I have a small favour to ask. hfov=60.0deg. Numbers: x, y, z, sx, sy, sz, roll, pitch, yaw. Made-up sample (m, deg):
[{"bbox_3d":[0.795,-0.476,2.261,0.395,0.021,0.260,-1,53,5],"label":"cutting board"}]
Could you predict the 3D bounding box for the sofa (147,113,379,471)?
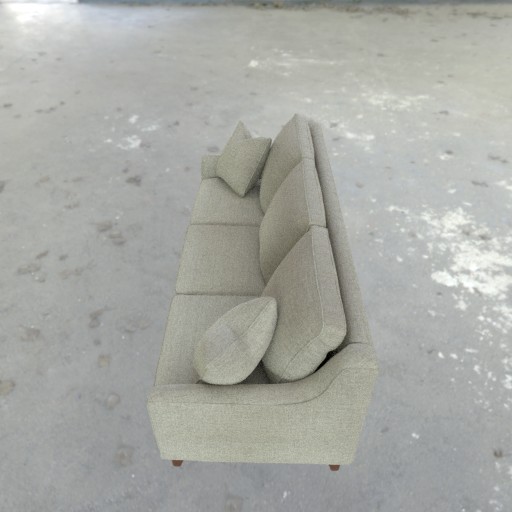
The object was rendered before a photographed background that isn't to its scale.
[{"bbox_3d":[0.000,0.000,2.472,0.865,0.914,2.031,1,40,1],"label":"sofa"}]
